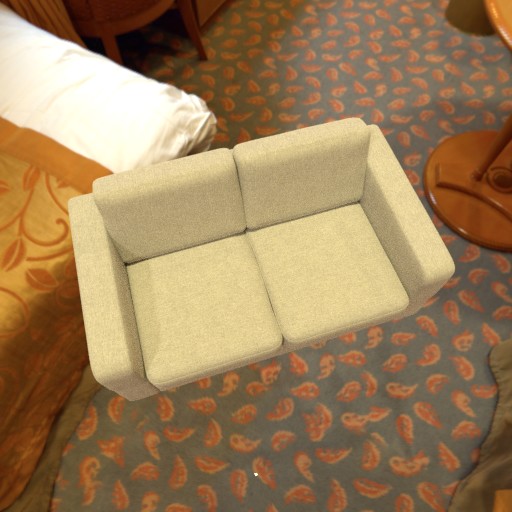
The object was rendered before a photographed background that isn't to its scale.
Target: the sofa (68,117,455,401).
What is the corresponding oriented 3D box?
[{"bbox_3d":[0.000,0.000,2.083,1.540,0.800,0.900,-15,65,-7],"label":"sofa"}]
